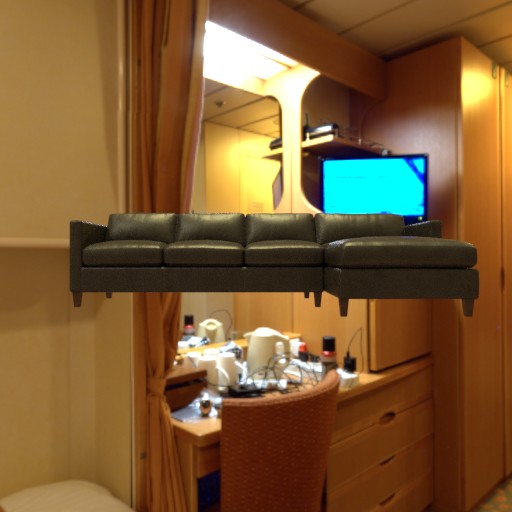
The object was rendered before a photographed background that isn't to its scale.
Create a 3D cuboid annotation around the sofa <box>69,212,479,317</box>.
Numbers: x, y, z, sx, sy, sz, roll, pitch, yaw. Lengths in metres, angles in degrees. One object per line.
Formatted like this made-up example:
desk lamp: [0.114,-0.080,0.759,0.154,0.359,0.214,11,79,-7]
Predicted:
sofa: [0.000,0.000,3.929,3.203,0.883,1.581,0,0,0]
